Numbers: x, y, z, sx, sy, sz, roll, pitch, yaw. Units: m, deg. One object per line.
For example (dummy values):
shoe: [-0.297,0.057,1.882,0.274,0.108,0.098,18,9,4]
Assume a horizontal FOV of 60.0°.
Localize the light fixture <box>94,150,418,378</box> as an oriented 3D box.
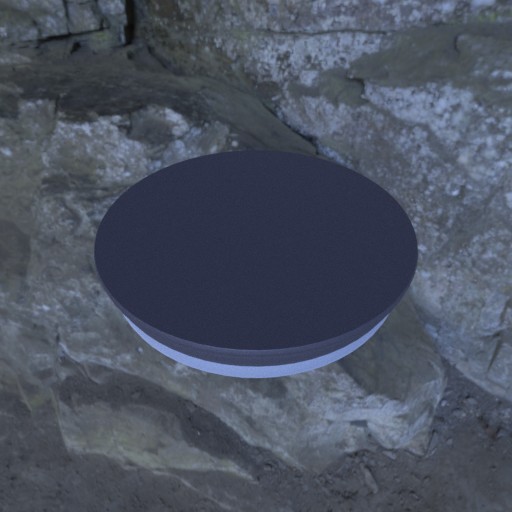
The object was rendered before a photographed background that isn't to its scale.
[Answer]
light fixture: [0.000,0.000,0.552,0.368,0.100,0.368,0,41,0]
